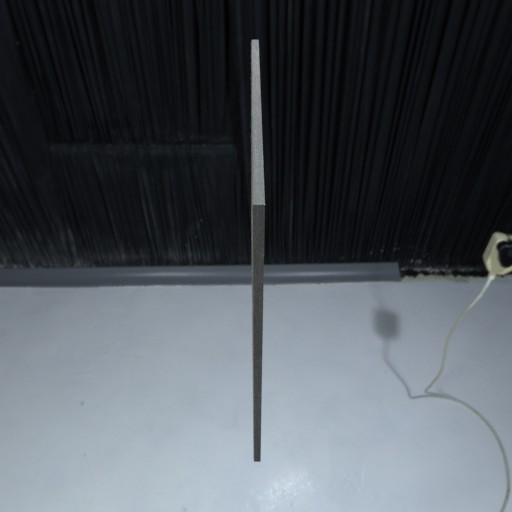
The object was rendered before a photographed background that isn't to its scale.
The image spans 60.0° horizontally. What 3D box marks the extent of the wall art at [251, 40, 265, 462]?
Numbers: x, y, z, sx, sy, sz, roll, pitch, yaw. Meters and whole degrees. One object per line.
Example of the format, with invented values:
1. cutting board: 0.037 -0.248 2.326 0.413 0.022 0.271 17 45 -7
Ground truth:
1. wall art: 0.000 0.000 0.779 0.013 0.570 0.476 0 43 0
